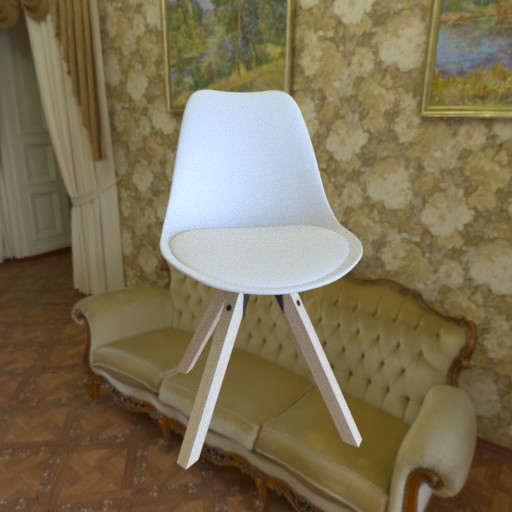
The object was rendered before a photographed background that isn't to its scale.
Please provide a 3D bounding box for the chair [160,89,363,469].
[{"bbox_3d":[0.000,0.000,1.164,0.485,0.850,0.550,-3,17,-10],"label":"chair"}]
